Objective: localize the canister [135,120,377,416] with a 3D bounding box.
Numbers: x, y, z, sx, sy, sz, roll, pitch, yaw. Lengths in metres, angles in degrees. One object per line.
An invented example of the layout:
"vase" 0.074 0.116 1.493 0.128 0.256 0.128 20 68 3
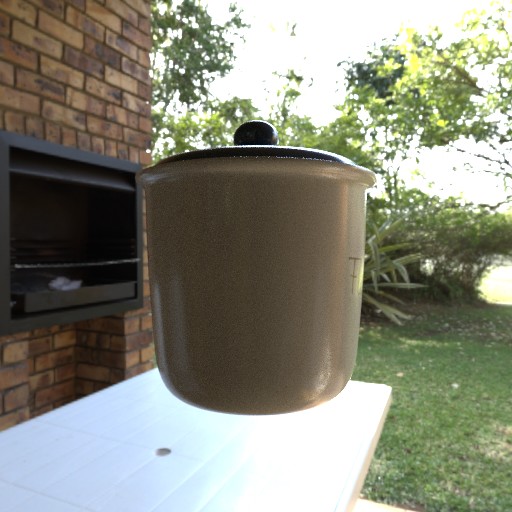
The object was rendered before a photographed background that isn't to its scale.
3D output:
"canister" 0.000 0.000 0.346 0.182 0.208 0.182 0 1 0
